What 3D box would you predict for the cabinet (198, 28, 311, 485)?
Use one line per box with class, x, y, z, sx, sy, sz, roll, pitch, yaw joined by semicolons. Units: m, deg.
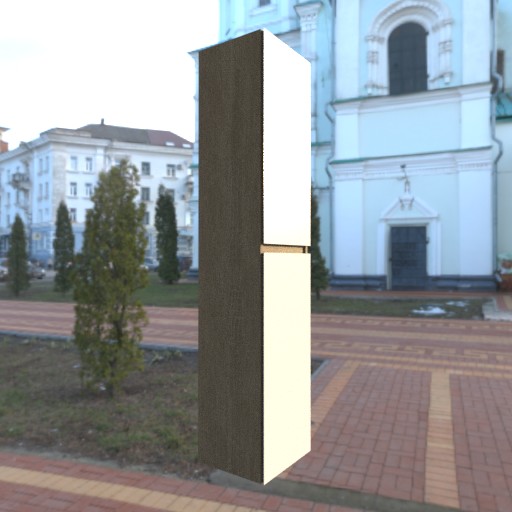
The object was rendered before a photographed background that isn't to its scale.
cabinet;0.000;0.000;1.556;0.270;1.400;0.300;0;-1;35
